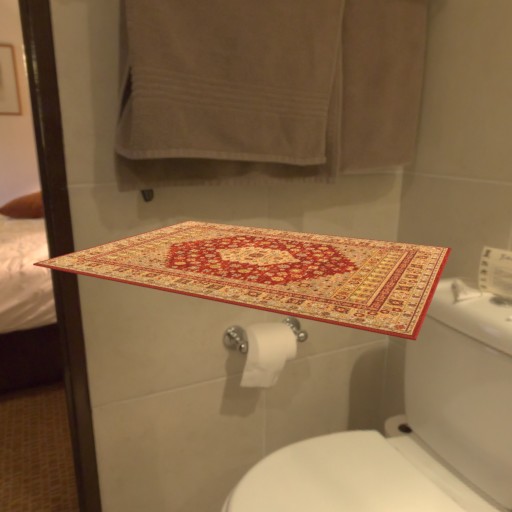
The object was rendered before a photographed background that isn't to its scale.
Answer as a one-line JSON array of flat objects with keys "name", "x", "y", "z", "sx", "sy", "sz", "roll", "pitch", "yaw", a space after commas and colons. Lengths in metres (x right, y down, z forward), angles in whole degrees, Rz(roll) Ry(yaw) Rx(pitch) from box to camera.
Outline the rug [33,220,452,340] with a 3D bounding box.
[{"name": "rug", "x": 0.000, "y": 0.000, "z": 2.866, "sx": 2.211, "sy": 0.013, "sz": 1.593, "roll": 8, "pitch": 17, "yaw": 27}]
